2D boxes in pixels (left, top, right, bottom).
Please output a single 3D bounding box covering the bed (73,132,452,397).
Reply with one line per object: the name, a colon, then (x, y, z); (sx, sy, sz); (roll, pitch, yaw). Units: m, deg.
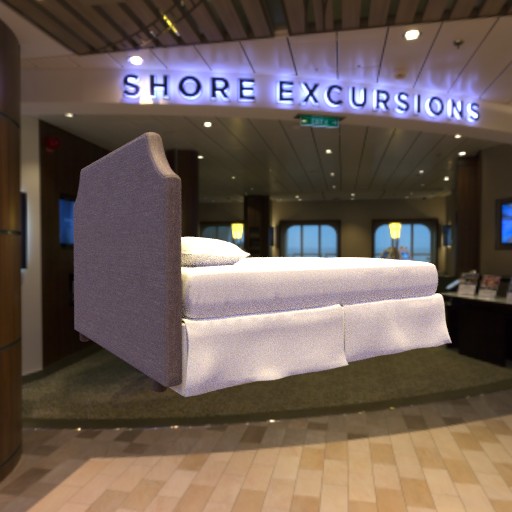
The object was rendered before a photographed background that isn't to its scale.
bed: (0.000, 0.000, 4.178); (2.773, 1.590, 2.350); (-1, 1, -35)
